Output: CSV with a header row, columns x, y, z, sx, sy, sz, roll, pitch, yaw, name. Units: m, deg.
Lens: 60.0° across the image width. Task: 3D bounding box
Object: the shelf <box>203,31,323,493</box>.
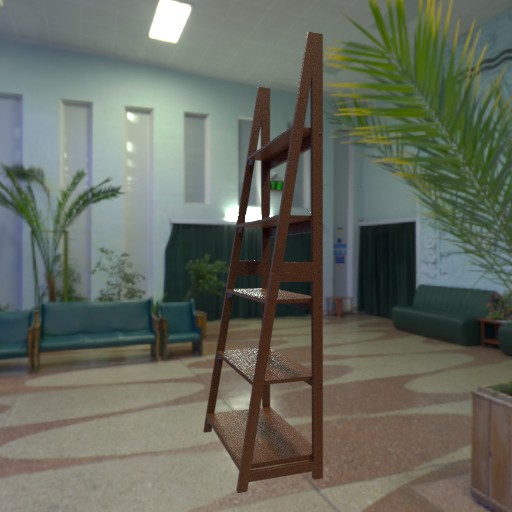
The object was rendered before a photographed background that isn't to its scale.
x,y,z,sx,sy,sz,roll,pitch,yaw,name
0.000,0.000,2.014,0.356,1.780,0.630,0,0,-19,shelf
